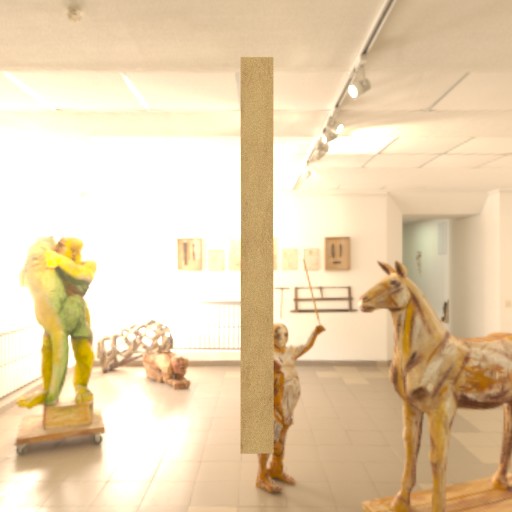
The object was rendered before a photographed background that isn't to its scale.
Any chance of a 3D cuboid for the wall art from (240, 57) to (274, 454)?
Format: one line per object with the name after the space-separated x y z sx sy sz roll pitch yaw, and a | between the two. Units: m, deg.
0.000 0.000 0.691 0.032 0.380 0.532 0 0 0 | wall art
